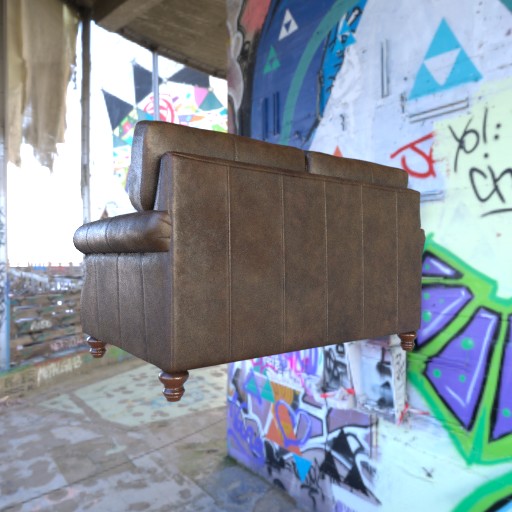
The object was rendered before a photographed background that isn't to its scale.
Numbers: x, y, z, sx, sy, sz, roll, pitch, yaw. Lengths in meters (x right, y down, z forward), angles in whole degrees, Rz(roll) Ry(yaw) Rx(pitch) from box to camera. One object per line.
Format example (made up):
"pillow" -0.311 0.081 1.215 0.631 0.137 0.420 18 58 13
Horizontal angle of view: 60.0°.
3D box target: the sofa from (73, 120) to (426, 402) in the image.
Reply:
"sofa" 0.000 0.000 2.241 1.616 0.976 0.990 0 0 -37
